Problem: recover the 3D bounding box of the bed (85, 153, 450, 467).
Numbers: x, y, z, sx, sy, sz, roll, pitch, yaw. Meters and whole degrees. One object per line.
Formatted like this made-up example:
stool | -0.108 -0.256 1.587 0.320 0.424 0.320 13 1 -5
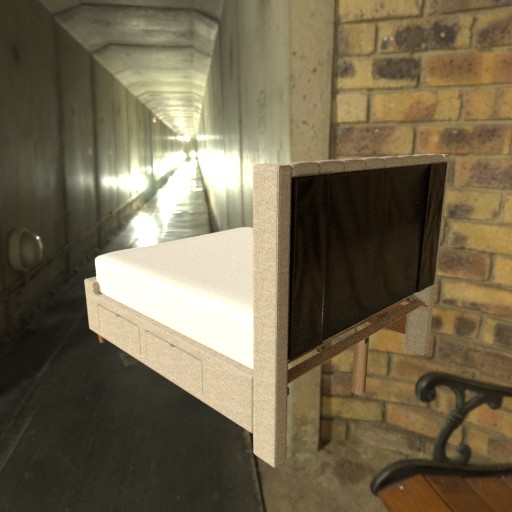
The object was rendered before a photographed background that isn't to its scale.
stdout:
bed | 0.000 0.000 3.843 2.372 1.748 2.044 14 21 43
